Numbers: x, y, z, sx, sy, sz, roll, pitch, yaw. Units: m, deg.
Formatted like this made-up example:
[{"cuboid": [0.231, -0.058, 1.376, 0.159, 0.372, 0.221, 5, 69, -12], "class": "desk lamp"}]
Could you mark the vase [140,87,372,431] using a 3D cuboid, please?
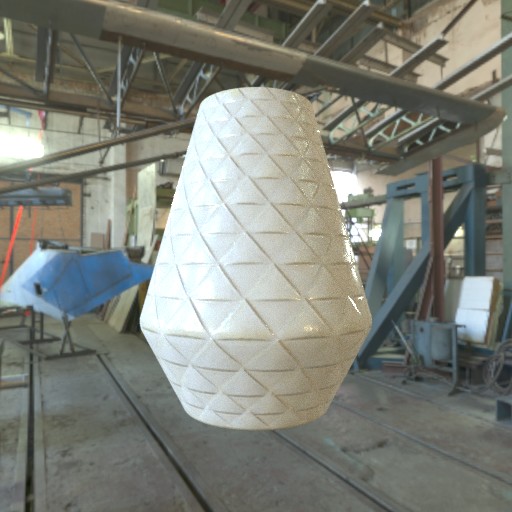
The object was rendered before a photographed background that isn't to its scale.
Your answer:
[{"cuboid": [0.000, 0.000, 0.345, 0.175, 0.230, 0.175, 0, -1, 0], "class": "vase"}]
